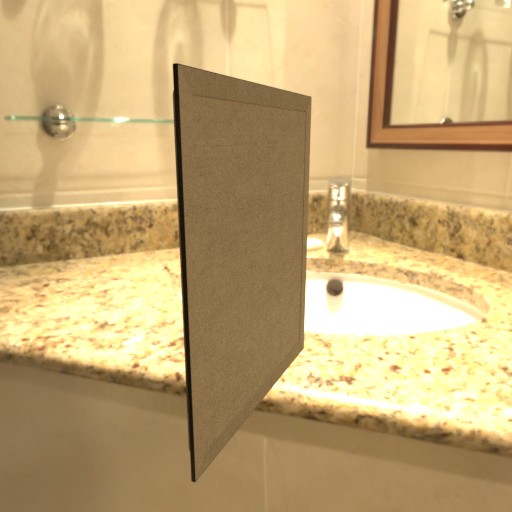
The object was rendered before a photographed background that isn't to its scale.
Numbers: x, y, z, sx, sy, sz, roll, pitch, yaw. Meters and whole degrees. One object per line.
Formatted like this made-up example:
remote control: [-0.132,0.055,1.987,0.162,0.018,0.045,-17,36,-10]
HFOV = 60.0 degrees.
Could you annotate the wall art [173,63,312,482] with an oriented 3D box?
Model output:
wall art: [0.000,0.000,0.632,0.023,0.457,0.381,7,17,25]
